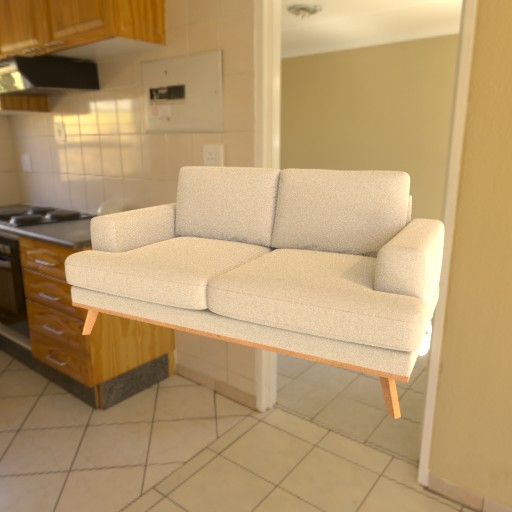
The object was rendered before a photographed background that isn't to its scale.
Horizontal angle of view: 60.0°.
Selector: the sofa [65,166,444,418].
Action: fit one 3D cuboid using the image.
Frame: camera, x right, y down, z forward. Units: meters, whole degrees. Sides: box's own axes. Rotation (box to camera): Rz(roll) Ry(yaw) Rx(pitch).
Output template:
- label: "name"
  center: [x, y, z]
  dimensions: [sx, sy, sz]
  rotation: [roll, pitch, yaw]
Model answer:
- label: "sofa"
  center: [0.000, 0.000, 2.143]
  dimensions: [1.651, 0.810, 0.915]
  rotation: [7, 16, 27]
